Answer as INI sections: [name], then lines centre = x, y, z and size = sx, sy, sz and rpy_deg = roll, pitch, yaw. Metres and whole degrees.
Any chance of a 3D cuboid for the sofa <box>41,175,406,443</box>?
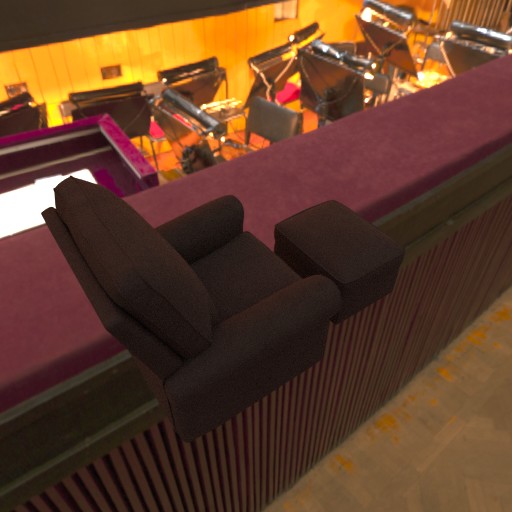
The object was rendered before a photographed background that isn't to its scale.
[sofa]
centre = 0.000, 0.000, 1.976
size = 1.478, 0.959, 0.880
rpy_deg = -25, 47, -25
